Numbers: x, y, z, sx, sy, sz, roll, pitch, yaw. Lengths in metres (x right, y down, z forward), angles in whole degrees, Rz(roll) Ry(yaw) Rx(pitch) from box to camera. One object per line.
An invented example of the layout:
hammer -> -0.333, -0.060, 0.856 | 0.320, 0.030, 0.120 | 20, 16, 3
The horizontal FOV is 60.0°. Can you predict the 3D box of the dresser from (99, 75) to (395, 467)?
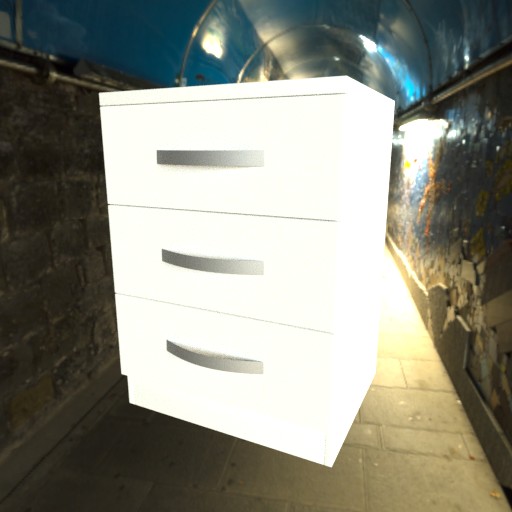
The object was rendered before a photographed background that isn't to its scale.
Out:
dresser -> 0.000, 0.000, 0.823 | 0.400, 0.560, 0.360 | 7, 15, 25
